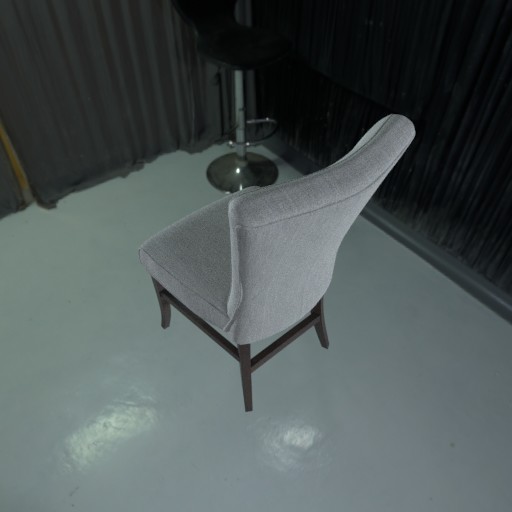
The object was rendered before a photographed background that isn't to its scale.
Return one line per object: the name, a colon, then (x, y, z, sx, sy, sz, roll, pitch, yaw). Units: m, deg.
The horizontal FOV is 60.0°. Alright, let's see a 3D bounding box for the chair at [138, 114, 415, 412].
chair: (0.000, 0.000, 1.385, 0.520, 0.991, 0.660, -32, 54, -26)
